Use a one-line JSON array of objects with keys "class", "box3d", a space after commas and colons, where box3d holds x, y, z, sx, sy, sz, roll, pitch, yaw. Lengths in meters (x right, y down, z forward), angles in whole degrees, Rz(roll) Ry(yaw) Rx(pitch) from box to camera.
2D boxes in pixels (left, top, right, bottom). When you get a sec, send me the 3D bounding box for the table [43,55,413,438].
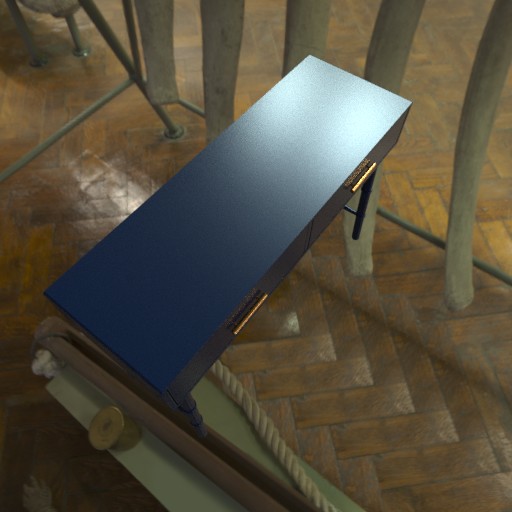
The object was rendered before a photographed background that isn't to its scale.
[{"class": "table", "box3d": [0.000, 0.000, 1.516, 0.399, 0.749, 1.118, 34, 65, 18]}]
